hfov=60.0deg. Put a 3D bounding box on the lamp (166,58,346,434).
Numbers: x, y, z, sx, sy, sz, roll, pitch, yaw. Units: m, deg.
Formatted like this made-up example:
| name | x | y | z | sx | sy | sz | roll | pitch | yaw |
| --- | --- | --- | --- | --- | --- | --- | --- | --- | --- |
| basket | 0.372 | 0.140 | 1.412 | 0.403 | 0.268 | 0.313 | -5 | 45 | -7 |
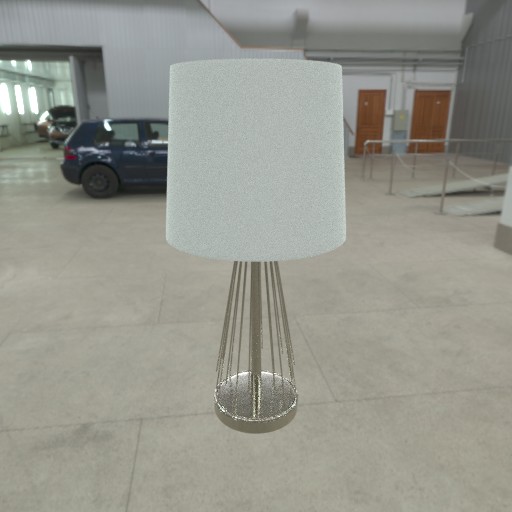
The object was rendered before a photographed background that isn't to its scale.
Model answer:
| name | x | y | z | sx | sy | sz | roll | pitch | yaw |
| --- | --- | --- | --- | --- | --- | --- | --- | --- | --- |
| lamp | 0.000 | 0.000 | 0.773 | 0.303 | 0.618 | 0.303 | 0 | 18 | 0 |
